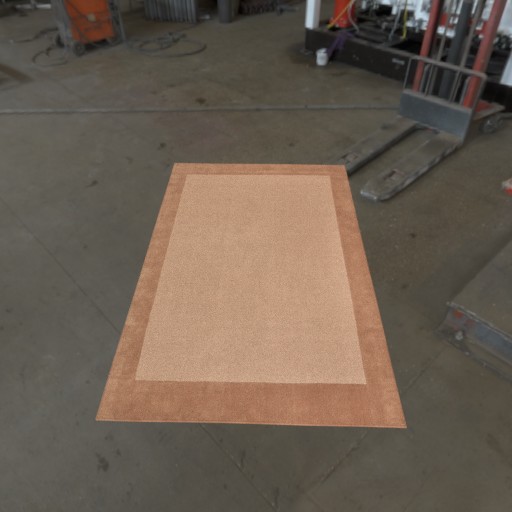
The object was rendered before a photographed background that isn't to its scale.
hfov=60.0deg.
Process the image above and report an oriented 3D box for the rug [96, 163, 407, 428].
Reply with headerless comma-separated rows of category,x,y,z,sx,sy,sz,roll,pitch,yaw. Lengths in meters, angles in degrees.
rug,0.000,0.000,3.065,1.524,0.014,2.438,1,42,1
